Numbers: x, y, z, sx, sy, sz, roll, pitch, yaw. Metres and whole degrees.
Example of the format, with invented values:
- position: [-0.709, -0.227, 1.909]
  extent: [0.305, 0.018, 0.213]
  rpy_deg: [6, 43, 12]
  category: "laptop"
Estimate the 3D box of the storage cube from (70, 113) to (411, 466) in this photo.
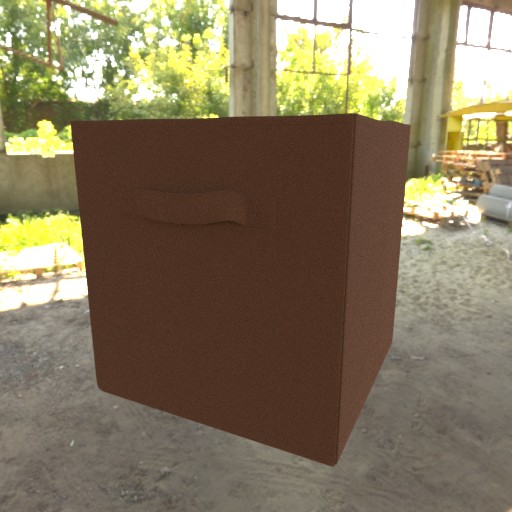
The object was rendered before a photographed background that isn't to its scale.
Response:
- position: [0.000, 0.000, 0.485]
  extent: [0.270, 0.280, 0.270]
  rpy_deg: [7, 16, 26]
  category: "storage cube"
